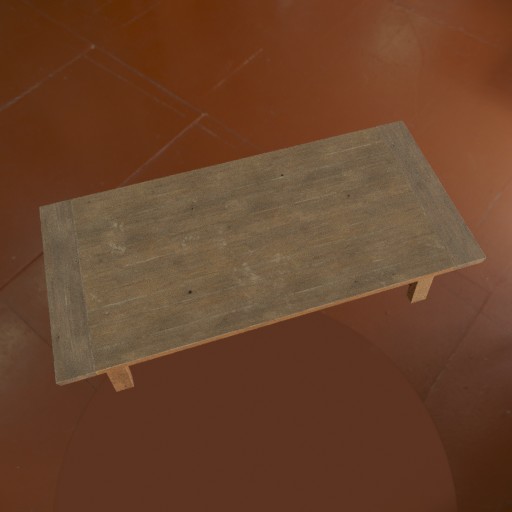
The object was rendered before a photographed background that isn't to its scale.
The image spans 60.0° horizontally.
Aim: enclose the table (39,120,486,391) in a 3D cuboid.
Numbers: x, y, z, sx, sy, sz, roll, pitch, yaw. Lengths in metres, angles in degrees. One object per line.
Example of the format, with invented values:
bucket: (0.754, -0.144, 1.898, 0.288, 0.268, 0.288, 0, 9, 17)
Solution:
table: (0.000, 0.000, 2.151, 1.800, 0.465, 0.820, -15, 63, -8)
